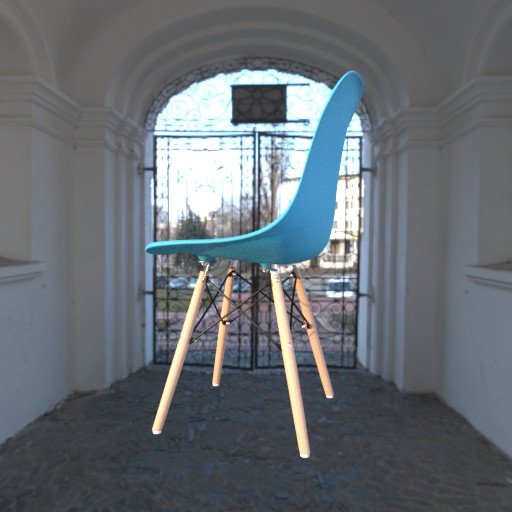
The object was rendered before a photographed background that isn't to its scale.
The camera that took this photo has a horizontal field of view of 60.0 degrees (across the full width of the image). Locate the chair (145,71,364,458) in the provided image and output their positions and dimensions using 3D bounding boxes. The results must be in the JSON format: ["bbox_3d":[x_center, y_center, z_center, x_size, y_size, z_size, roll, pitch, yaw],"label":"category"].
[{"bbox_3d":[0.000,0.000,1.142,0.531,0.826,0.470,1,2,18],"label":"chair"}]
